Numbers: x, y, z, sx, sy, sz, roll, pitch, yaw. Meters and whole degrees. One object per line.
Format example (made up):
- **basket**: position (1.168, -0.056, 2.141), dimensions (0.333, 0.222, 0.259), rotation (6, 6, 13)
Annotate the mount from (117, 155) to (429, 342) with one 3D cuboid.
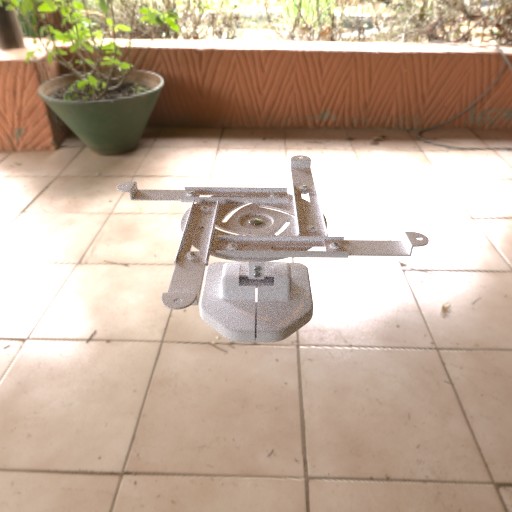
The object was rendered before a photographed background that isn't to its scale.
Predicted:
- **mount**: position (0.000, 0.000, 0.602), dimensions (0.394, 0.141, 0.394), rotation (1, 33, 1)
